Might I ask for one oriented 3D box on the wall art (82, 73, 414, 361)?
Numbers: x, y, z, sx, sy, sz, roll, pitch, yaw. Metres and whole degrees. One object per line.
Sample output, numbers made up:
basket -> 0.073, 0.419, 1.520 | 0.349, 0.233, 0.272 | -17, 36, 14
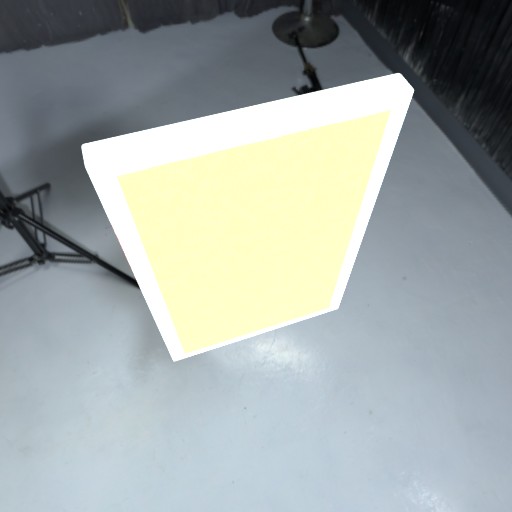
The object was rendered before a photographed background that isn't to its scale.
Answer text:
wall art -> 0.000, 0.000, 0.776 | 0.401, 0.610, 0.038 | -16, 59, -10
